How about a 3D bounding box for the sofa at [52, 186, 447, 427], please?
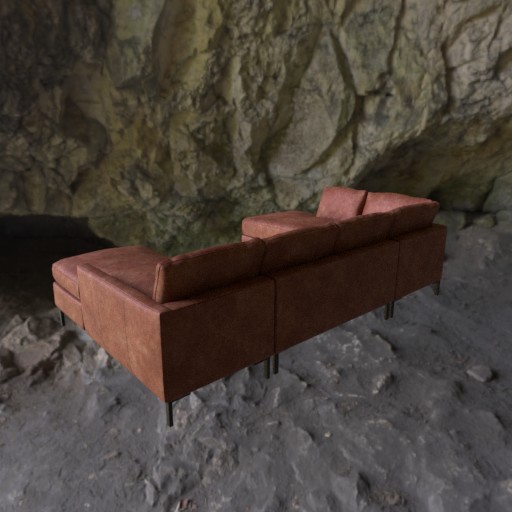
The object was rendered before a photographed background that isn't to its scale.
[{"bbox_3d":[0.000,0.000,3.783,2.956,0.900,1.939,-14,21,-39],"label":"sofa"}]
